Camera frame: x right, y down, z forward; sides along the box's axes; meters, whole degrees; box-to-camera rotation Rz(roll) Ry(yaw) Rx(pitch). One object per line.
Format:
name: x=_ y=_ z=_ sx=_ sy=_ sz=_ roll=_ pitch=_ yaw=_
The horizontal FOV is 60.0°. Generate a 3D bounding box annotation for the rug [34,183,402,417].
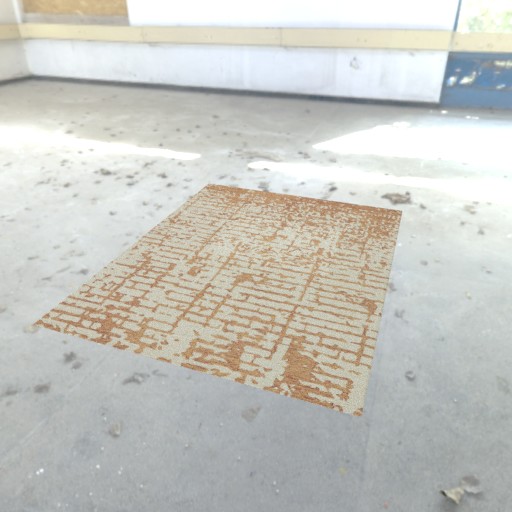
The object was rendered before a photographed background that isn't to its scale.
rug: x=0.000 y=0.000 z=4.193 sx=2.441 sy=0.011 sz=3.050 roll=11 pitch=32 yaw=17
